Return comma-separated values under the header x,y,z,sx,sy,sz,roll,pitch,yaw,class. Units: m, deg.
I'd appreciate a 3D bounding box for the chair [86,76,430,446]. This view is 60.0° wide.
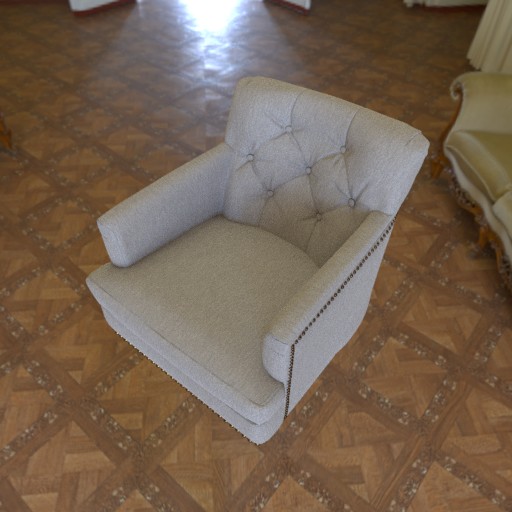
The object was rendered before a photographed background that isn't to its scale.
x,y,z,sx,sy,sz,roll,pitch,yaw,class
0.000,0.000,1.508,0.737,0.823,0.902,30,52,26,chair
